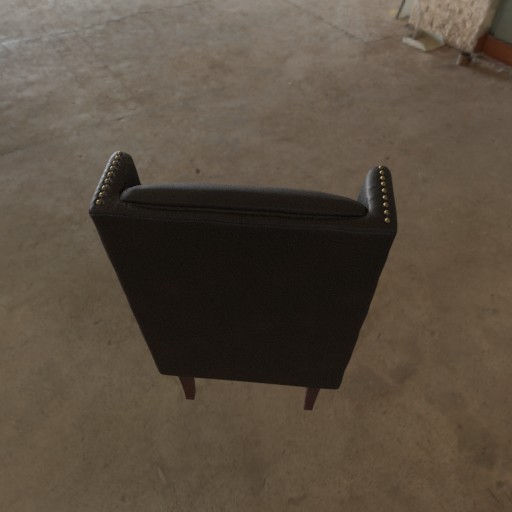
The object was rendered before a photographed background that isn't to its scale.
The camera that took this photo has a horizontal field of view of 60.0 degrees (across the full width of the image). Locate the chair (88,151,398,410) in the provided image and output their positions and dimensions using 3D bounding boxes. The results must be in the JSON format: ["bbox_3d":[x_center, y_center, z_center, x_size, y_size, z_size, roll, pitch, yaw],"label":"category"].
[{"bbox_3d":[0.000,0.000,1.625,0.703,1.142,0.799,4,48,4],"label":"chair"}]
